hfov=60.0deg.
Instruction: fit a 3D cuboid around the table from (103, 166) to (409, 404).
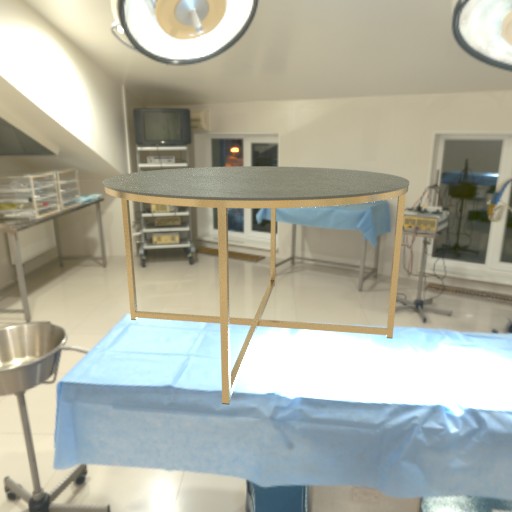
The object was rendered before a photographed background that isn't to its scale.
[{"bbox_3d":[0.000,0.000,1.279,0.800,0.450,0.800,0,16,0],"label":"table"}]
